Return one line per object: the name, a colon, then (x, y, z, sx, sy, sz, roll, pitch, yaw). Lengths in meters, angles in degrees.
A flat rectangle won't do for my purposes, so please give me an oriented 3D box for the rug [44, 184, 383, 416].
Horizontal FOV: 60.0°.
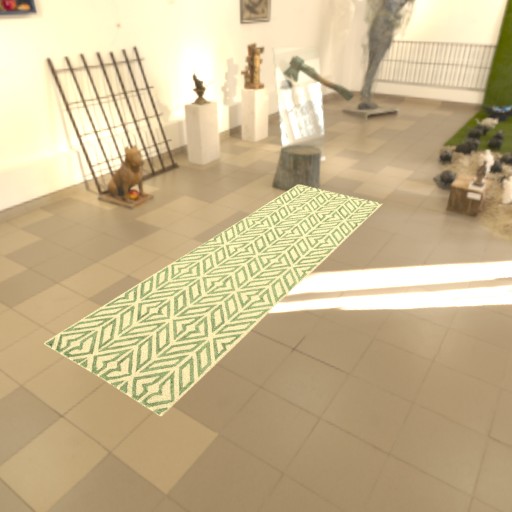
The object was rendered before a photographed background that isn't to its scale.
rug: (0.000, 0.000, 2.754, 0.750, 0.009, 2.435, 19, 35, 29)
